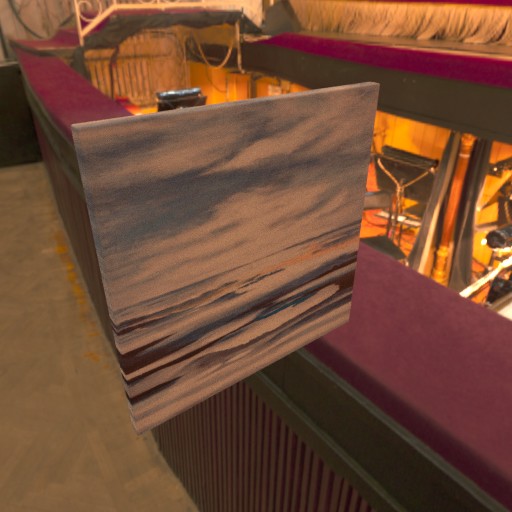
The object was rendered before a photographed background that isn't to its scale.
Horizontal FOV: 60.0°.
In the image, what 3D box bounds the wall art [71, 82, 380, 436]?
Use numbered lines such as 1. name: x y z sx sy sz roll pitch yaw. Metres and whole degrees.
1. wall art: 0.000 0.000 1.104 0.747 0.747 0.035 -21 36 -31
